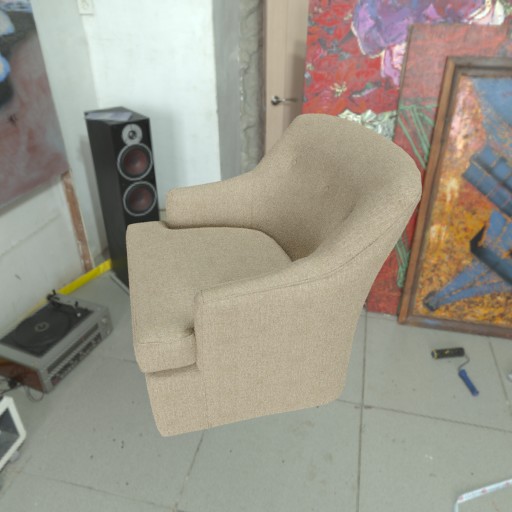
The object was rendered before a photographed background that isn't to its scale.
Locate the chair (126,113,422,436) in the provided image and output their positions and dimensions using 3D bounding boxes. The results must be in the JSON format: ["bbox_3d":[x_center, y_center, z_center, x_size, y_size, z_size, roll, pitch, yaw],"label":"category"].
[{"bbox_3d":[0.000,0.000,1.635,0.923,0.856,0.864,-8,32,-14],"label":"chair"}]
